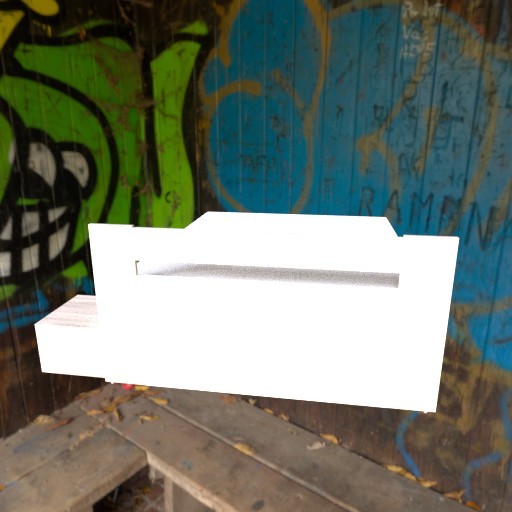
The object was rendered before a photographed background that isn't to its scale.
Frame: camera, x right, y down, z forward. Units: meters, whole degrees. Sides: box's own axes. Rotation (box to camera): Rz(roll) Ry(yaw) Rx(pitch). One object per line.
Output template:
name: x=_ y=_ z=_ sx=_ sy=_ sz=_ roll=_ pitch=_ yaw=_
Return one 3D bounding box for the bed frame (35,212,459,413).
bed frame: x=0.000 y=0.000 z=3.092 sx=2.040 sy=0.860 sz=2.050 roll=3 pitch=17 yaw=9
